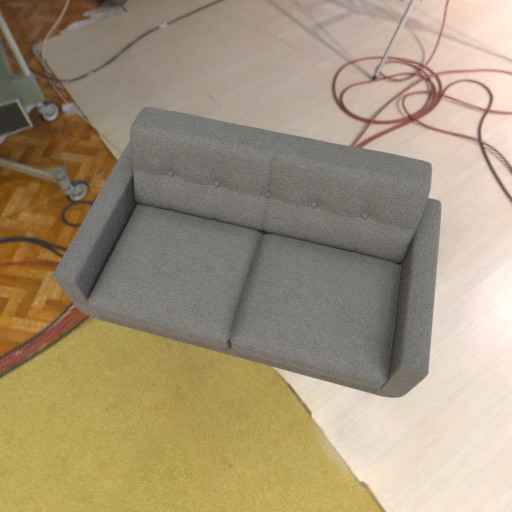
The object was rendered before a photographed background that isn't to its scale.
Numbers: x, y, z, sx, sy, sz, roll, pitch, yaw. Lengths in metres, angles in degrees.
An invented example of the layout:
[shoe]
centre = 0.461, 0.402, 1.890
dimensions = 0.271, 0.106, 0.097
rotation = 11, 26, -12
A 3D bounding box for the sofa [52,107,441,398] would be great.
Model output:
[sofa]
centre = 0.000, 0.000, 2.160
dimensions = 1.631, 0.841, 0.909
rotation = 13, 60, 8
